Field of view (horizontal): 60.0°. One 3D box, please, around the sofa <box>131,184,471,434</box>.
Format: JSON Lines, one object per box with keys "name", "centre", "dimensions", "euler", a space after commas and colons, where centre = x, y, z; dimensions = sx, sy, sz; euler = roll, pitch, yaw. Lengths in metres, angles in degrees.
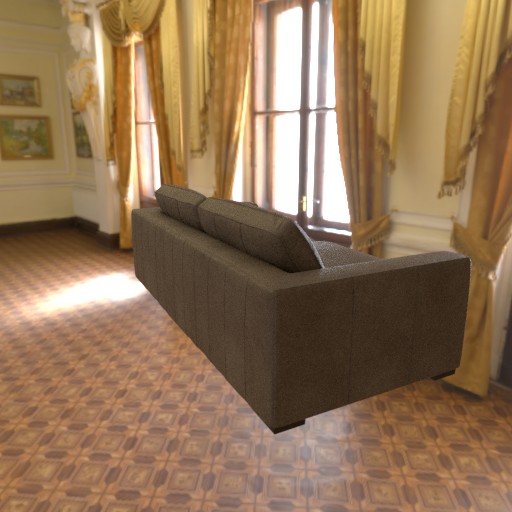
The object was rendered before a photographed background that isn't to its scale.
{"name": "sofa", "centre": [0.000, 0.000, 2.755], "dimensions": [1.070, 0.801, 2.262], "euler": [-7, 16, -26]}
